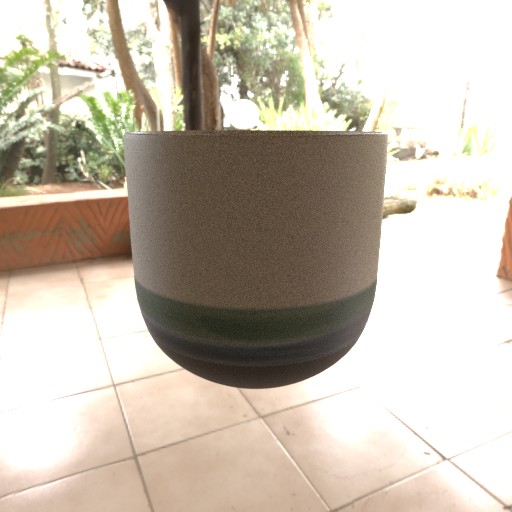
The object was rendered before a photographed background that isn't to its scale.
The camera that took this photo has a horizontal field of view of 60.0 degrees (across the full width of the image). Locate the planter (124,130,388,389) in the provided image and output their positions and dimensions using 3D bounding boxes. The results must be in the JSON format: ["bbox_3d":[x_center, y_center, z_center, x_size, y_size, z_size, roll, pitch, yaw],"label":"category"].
[{"bbox_3d":[0.000,0.000,0.500,0.268,0.270,0.268,0,17,0],"label":"planter"}]
